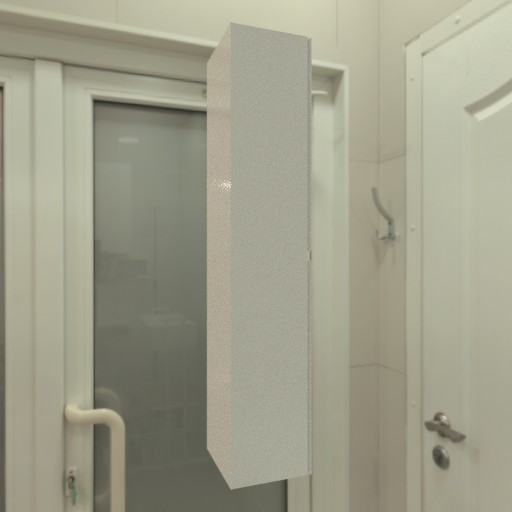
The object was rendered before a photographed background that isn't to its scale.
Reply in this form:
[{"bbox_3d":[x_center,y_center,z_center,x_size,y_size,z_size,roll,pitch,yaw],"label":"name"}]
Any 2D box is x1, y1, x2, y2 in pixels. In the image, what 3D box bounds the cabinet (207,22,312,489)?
[{"bbox_3d":[0.000,0.000,1.515,0.270,1.400,0.300,0,0,-20],"label":"cabinet"}]
